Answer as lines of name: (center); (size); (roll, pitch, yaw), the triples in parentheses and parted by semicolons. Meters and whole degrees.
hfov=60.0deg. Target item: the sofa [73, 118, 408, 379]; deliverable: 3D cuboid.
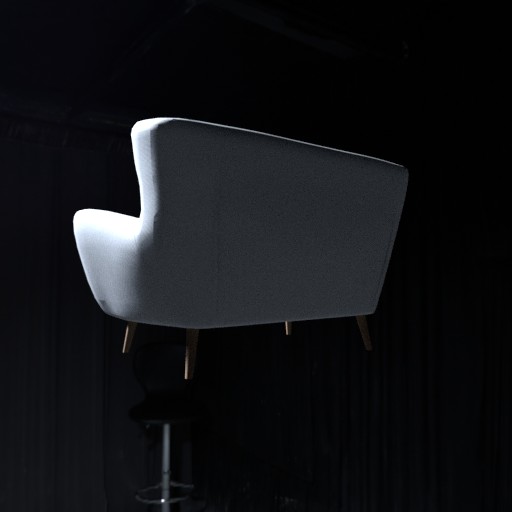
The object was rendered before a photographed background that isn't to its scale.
sofa: (0.000, 0.000, 2.036); (1.424, 0.878, 0.921); (1, -2, -35)
